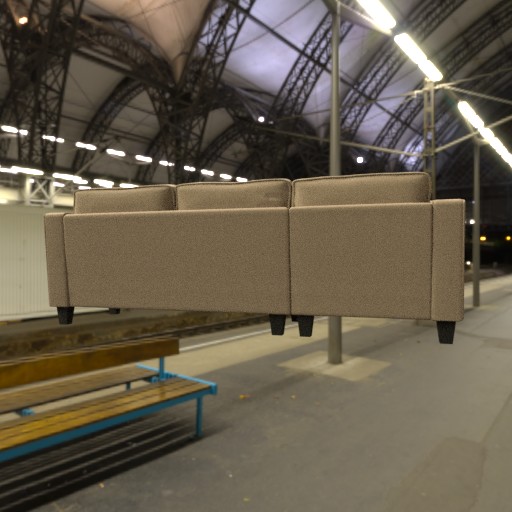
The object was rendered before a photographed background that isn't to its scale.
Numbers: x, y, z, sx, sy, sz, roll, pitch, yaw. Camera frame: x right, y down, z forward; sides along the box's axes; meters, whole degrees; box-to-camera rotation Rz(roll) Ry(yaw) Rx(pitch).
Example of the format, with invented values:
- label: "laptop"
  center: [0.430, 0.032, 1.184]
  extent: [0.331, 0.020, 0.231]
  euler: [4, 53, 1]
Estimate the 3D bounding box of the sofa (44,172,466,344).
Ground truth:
- label: "sofa"
  center: [0.000, 0.000, 3.182]
  extent: [2.561, 0.928, 1.294]
  euler: [0, 0, 16]
